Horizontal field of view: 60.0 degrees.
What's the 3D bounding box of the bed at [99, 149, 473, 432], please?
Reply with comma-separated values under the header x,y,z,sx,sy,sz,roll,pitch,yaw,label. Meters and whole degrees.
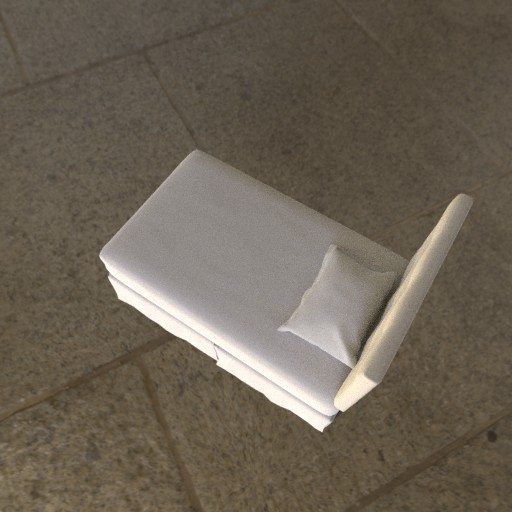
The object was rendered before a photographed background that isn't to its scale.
x,y,z,sx,sy,sz,roll,pitch,yaw,label
0.000,0.000,3.007,1.997,1.571,1.261,30,67,14,bed
